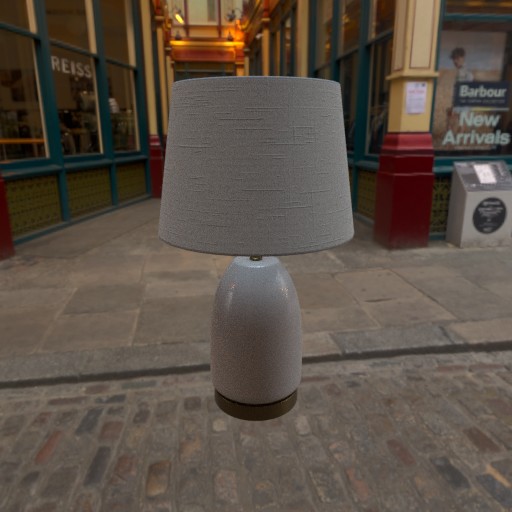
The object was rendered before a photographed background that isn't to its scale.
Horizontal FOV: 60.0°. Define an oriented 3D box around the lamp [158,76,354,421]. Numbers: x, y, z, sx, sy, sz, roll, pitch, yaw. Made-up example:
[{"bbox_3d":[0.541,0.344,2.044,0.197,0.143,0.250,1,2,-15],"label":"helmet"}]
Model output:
[{"bbox_3d":[0.000,0.000,0.671,0.285,0.483,0.285,0,16,0],"label":"lamp"}]
